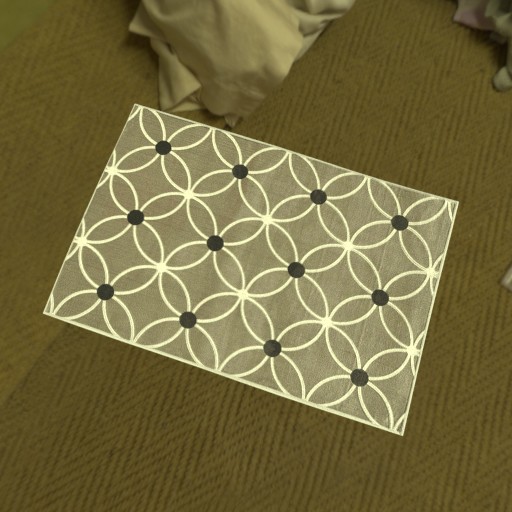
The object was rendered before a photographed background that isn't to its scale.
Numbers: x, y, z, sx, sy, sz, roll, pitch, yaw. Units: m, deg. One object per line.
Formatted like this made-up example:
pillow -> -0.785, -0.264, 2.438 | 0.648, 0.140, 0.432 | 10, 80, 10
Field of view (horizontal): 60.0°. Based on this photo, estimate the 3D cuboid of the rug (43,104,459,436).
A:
rug -> 0.000, 0.000, 2.808 | 2.284, 0.008, 1.522 | 18, 78, 4
